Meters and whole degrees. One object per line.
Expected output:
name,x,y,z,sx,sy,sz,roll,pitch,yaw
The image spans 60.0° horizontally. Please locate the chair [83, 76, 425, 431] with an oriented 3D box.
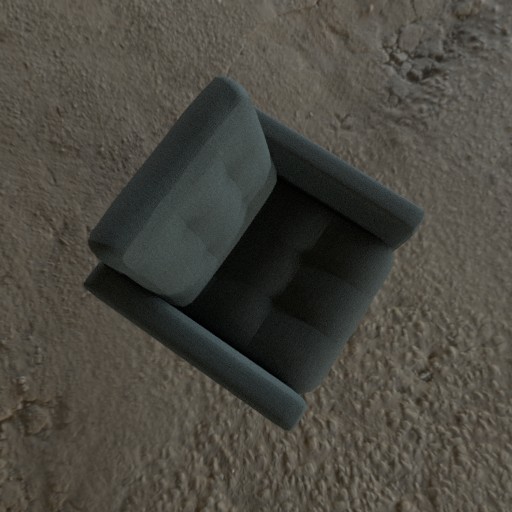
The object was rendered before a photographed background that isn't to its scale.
chair,0.000,0.000,1.527,0.843,0.880,0.821,33,79,7
